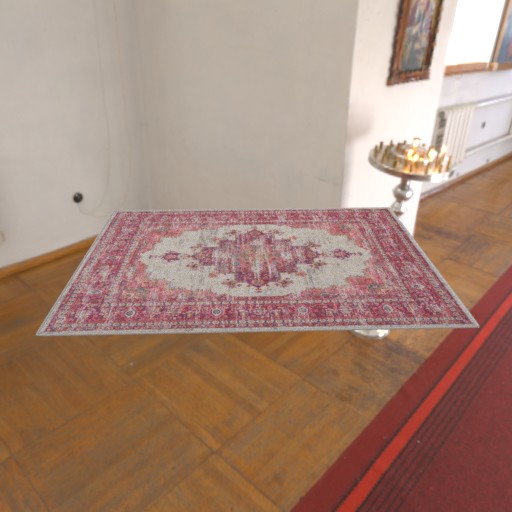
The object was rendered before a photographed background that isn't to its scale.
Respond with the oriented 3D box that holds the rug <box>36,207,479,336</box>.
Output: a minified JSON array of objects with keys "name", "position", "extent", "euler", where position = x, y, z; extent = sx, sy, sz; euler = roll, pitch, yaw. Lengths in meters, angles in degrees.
[{"name":"rug","position":[0.000,0.000,2.896],"extent":[2.232,0.011,1.555],"euler":[-1,29,-2]}]
